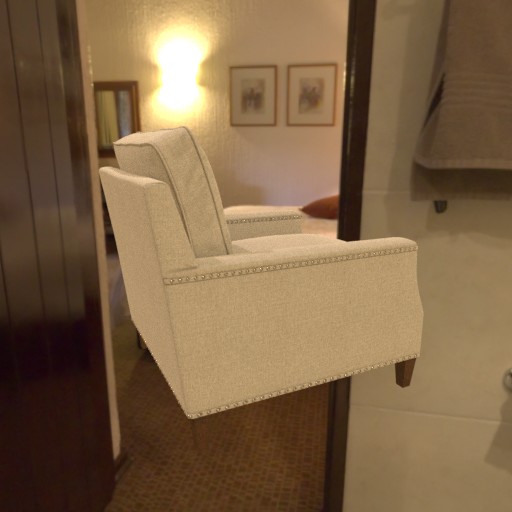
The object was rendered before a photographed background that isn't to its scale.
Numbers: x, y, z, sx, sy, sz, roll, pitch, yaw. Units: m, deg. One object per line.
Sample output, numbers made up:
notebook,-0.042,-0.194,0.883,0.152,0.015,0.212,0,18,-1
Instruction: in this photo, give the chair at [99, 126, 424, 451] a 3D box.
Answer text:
chair,0.000,0.000,1.730,1.014,0.943,0.853,-7,16,-25
